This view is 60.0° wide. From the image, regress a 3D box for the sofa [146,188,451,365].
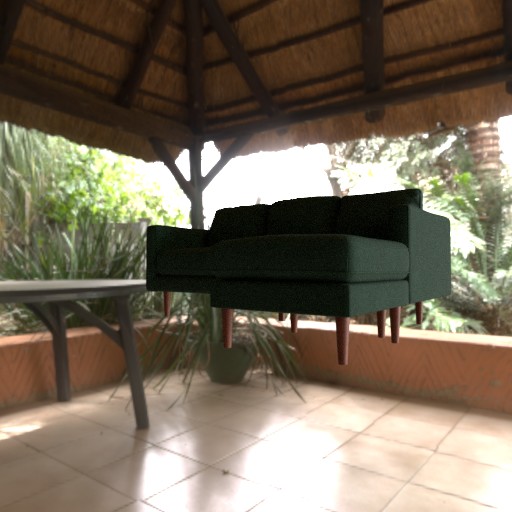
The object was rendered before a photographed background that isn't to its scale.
[{"bbox_3d":[0.000,0.000,2.859,2.030,0.899,1.580,-1,-2,37],"label":"sofa"}]
